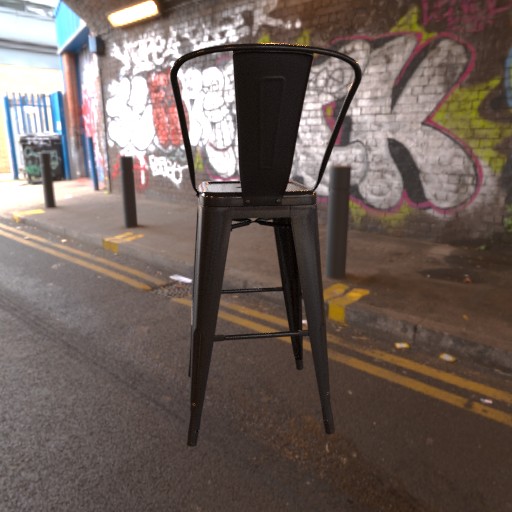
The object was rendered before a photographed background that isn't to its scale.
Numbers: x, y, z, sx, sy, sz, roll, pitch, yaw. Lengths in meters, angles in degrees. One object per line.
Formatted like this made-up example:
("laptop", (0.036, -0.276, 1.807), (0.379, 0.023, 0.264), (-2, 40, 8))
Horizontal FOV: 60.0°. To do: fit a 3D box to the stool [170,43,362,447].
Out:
("stool", (0.000, 0.000, 1.270), (0.432, 1.022, 0.528), (-2, 15, -8))
